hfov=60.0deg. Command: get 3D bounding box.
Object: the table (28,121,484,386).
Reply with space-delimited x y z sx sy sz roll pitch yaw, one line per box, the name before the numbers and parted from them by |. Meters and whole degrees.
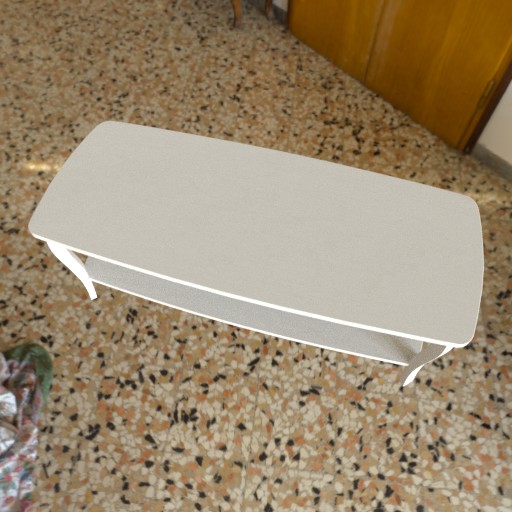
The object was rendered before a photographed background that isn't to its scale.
table | 0.000 0.000 1.546 1.334 0.474 0.561 14 59 9
